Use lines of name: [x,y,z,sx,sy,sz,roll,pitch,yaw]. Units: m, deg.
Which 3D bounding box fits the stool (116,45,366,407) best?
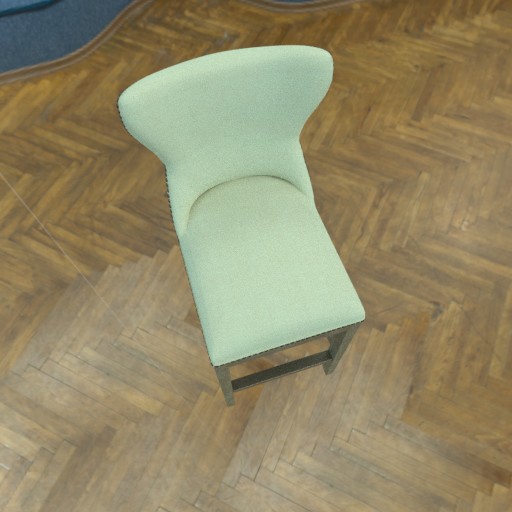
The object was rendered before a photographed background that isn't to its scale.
stool: [0.000,0.000,1.300,0.498,0.981,0.608,-16,63,-8]
